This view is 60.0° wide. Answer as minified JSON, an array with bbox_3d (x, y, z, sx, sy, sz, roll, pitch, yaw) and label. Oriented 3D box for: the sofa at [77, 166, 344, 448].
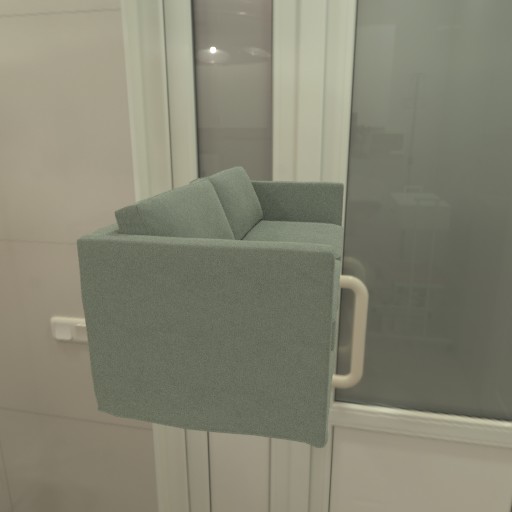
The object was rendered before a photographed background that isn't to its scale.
[{"bbox_3d":[0.000,0.000,2.485,0.940,0.870,1.987,3,16,11],"label":"sofa"}]
